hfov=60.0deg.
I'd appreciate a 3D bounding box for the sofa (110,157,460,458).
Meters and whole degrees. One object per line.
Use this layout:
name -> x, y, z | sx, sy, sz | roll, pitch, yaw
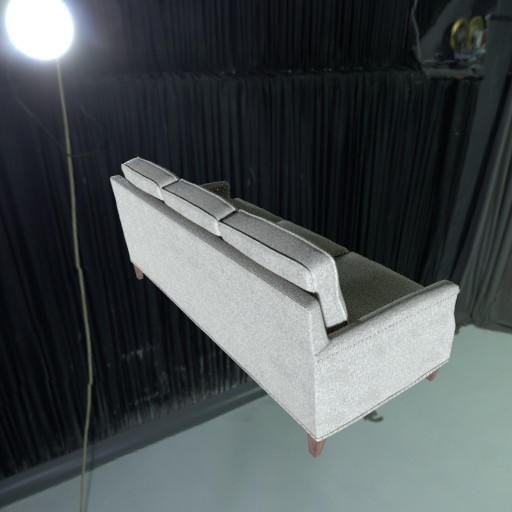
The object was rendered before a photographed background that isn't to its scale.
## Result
sofa -> 0.000, 0.000, 2.844 | 1.084, 1.003, 2.246 | -17, 31, -32
